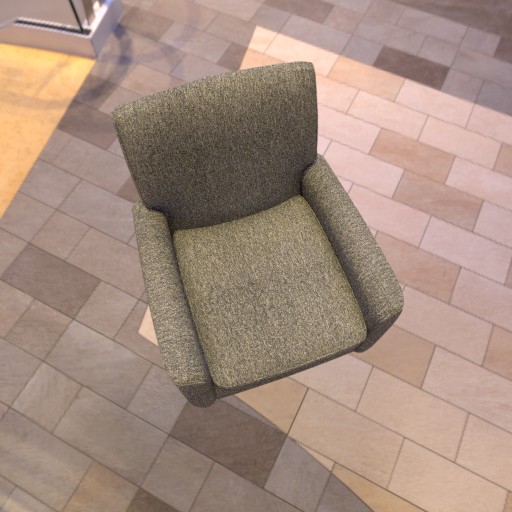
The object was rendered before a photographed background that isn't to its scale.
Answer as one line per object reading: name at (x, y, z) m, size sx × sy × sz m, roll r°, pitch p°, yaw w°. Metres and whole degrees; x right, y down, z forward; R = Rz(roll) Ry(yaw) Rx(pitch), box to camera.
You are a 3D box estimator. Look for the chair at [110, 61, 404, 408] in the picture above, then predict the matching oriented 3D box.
chair at (0.000, 0.000, 1.668) m, size 0.848 × 1.014 × 0.864 m, roll -17°, pitch 65°, yaw -8°
